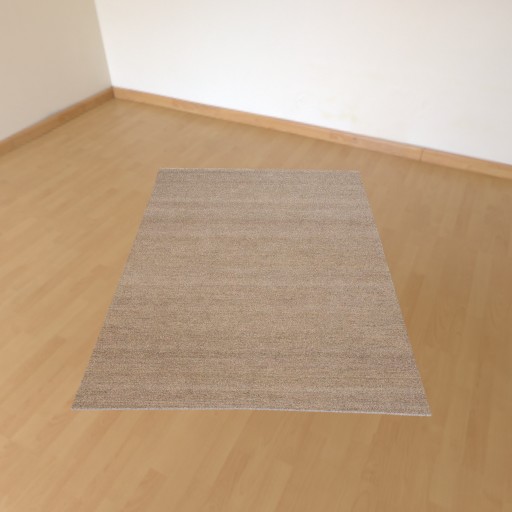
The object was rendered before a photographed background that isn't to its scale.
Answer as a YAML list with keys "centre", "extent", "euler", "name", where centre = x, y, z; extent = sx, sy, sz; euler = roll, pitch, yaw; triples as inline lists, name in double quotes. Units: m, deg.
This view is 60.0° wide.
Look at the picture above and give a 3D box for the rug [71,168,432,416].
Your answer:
- centre: [0.000, 0.000, 4.228]
  extent: [2.467, 0.046, 3.245]
  euler: [1, 41, 1]
  name: "rug"
